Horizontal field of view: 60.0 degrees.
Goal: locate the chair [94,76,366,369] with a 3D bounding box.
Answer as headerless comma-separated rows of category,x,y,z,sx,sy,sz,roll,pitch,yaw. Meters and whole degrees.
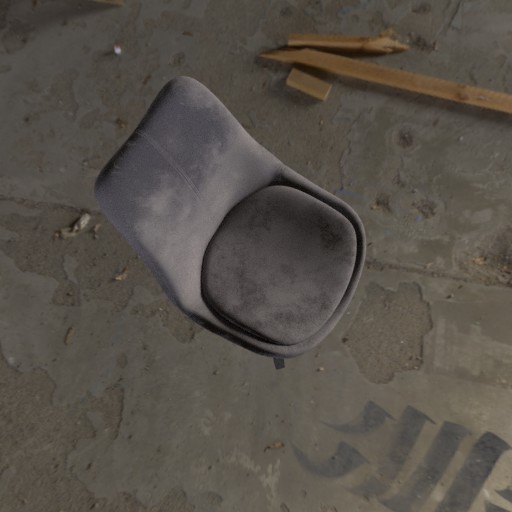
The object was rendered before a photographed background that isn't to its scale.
chair,0.000,0.000,1.203,0.550,0.850,0.476,30,77,8
